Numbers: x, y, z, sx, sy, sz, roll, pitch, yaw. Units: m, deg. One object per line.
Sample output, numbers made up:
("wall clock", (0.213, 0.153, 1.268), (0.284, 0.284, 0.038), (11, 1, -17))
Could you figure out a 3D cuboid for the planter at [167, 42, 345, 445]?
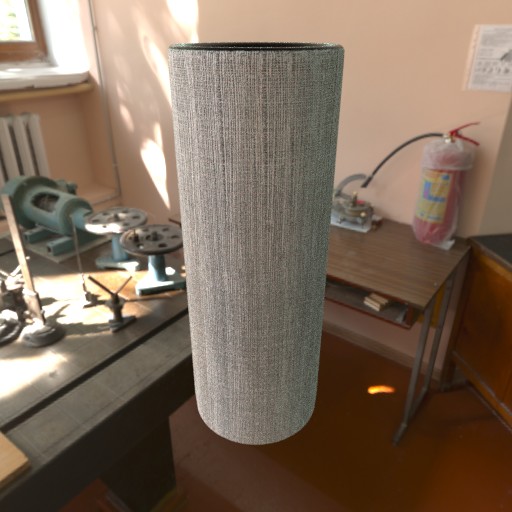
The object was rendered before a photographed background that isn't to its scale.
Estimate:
("planter", (0.000, 0.000, 0.314), (0.100, 0.270, 0.100), (-9, 29, -17))
